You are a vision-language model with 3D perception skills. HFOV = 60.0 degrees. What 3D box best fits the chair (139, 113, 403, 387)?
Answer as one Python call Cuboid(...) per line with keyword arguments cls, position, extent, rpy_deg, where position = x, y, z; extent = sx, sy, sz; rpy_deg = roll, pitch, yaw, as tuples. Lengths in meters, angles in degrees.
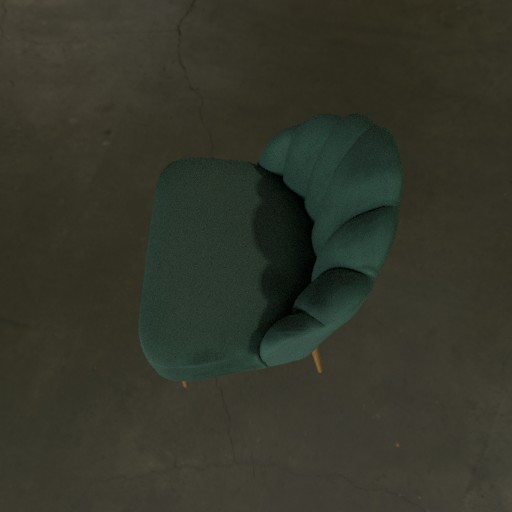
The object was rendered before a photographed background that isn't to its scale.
Cuboid(cls="chair", position=(0.000, 0.000, 1.248), extent=(0.599, 0.819, 0.657), rpy_deg=(-1, 58, -1))
